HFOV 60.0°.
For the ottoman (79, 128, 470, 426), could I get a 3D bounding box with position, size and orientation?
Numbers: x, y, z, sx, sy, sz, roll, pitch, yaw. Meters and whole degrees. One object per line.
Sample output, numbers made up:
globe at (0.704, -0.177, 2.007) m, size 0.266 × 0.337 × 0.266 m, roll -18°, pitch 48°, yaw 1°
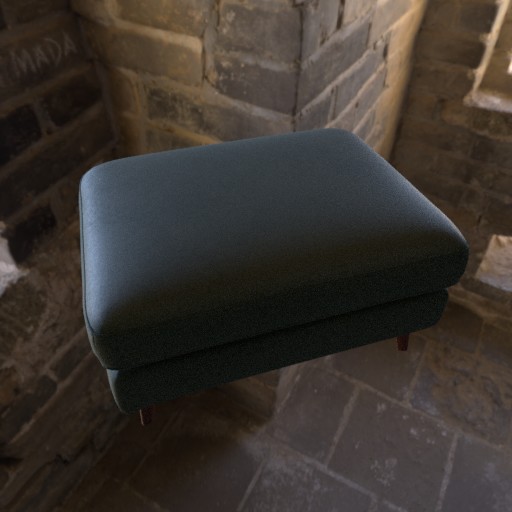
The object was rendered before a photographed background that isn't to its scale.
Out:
ottoman at (0.000, 0.000, 1.150) m, size 0.811 × 0.449 × 0.608 m, roll -12°, pitch 43°, yaw -13°
